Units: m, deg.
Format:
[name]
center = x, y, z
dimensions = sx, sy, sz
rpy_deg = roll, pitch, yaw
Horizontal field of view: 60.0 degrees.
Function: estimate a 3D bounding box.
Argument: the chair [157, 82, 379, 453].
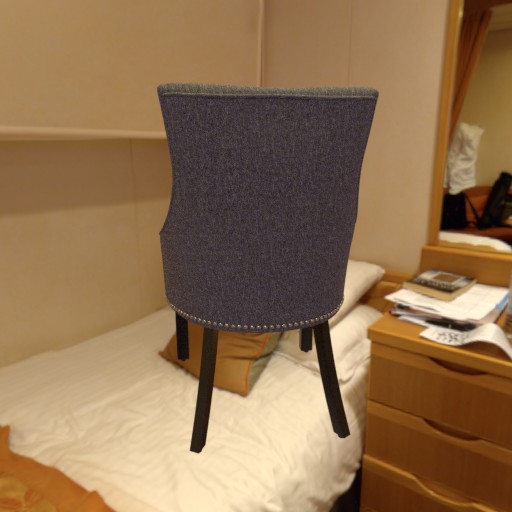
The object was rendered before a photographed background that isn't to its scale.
[chair]
center = 0.000, 0.000, 1.334
dimensions = 0.566, 0.909, 0.629
rpy_deg = -2, 14, -9
